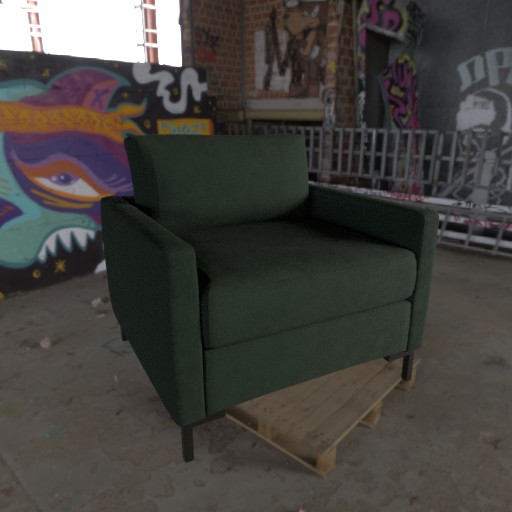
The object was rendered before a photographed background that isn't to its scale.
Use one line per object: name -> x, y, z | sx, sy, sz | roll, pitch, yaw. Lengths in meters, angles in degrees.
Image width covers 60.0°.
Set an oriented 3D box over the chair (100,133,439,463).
chair -> 0.000, 0.000, 1.642 | 0.963, 0.861, 0.866 | -9, 20, -27
